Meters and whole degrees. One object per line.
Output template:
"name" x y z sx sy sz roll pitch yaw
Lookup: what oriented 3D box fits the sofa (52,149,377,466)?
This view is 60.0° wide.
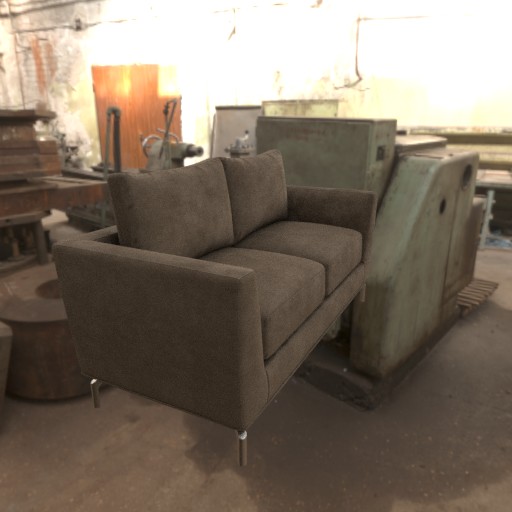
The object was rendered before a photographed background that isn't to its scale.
"sofa" 0.000 0.000 2.357 0.855 1.013 1.832 9 20 26
